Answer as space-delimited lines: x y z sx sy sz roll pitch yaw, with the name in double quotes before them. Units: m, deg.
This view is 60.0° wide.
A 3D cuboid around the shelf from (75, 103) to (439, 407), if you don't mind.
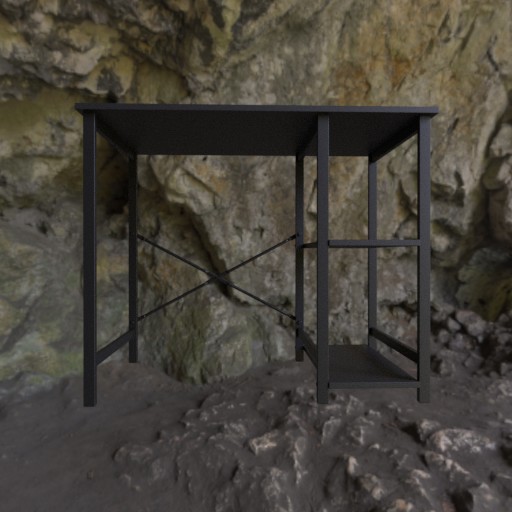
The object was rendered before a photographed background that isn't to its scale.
"shelf" 0.000 0.000 1.345 0.902 0.749 0.498 0 0 -2
